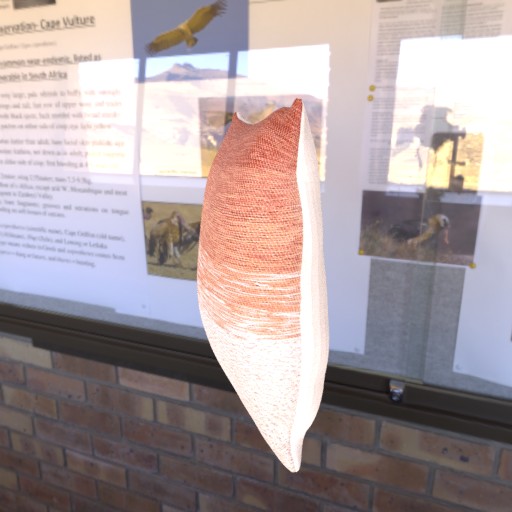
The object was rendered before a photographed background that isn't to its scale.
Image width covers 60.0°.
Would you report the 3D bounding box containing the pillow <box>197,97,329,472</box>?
[{"bbox_3d":[0.000,0.000,0.680,0.182,0.441,0.440,-3,16,-10],"label":"pillow"}]
